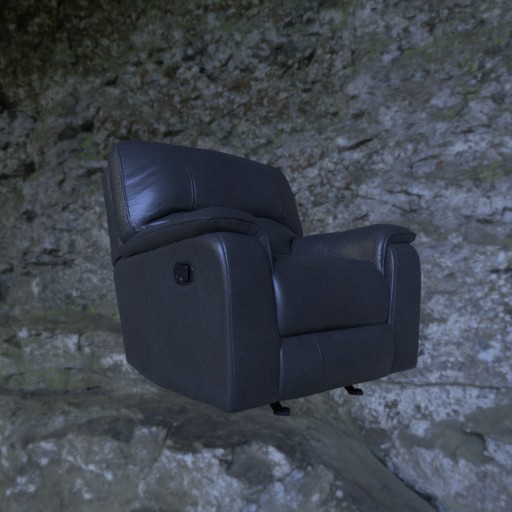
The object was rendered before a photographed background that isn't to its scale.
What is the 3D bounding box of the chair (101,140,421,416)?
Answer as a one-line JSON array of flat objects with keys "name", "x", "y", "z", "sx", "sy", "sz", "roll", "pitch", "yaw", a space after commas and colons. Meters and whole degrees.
[{"name": "chair", "x": 0.000, "y": 0.000, "z": 1.965, "sx": 1.096, "sy": 1.109, "sz": 1.087, "roll": 1, "pitch": -2, "yaw": -38}]
